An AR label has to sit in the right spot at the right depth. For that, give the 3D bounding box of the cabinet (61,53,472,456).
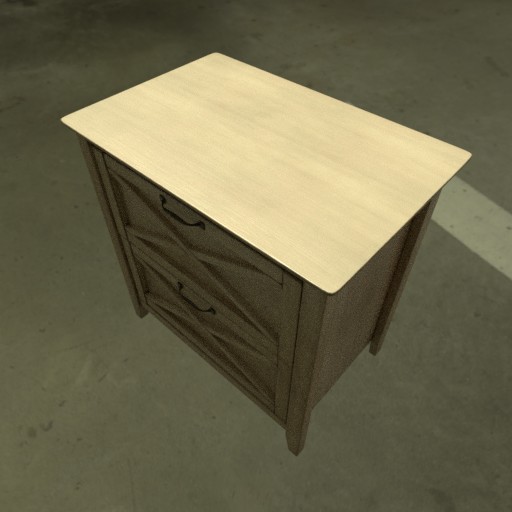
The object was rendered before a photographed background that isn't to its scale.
[{"bbox_3d":[0.000,0.000,1.238,0.763,0.762,0.503,33,55,27],"label":"cabinet"}]
